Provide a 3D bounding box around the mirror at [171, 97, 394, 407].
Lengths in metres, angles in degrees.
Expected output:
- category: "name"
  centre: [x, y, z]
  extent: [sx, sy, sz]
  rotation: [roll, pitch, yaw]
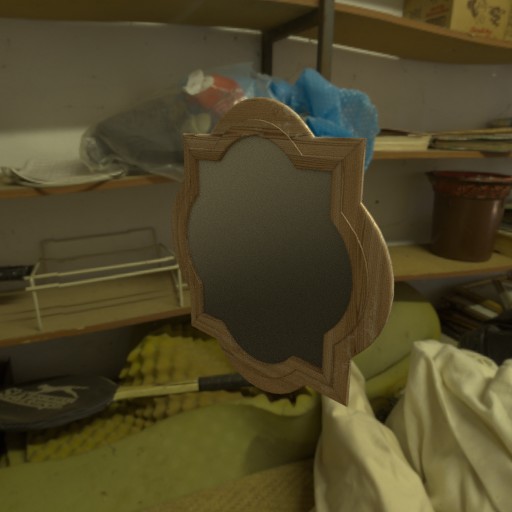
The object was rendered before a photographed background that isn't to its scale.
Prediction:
- category: "mirror"
  centre: [0.000, 0.000, 1.042]
  extent: [0.019, 0.686, 0.686]
  rotation: [-15, 23, -42]
